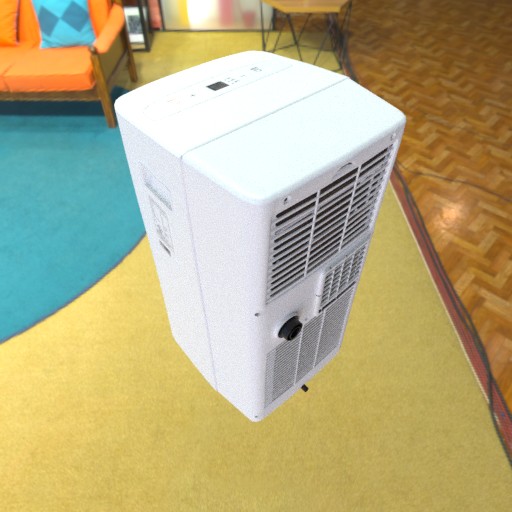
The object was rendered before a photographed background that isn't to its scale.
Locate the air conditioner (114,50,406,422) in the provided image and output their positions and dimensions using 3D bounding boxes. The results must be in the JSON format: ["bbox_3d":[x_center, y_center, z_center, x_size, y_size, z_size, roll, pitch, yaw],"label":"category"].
[{"bbox_3d":[0.000,0.000,0.815,0.304,0.606,0.349,-33,55,-27],"label":"air conditioner"}]
